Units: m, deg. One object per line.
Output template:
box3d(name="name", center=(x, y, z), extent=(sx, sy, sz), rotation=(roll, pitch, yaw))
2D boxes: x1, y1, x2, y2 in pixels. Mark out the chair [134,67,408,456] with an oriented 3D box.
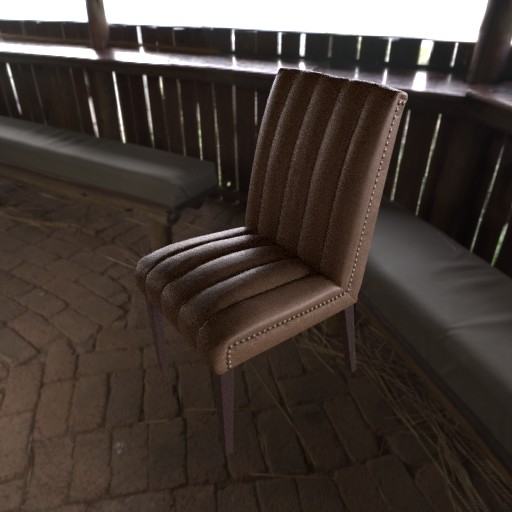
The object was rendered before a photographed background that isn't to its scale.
box3d(name="chair", center=(0.000, 0.000, 1.401), extent=(0.647, 1.016, 0.511), rotation=(-21, 37, -31))
